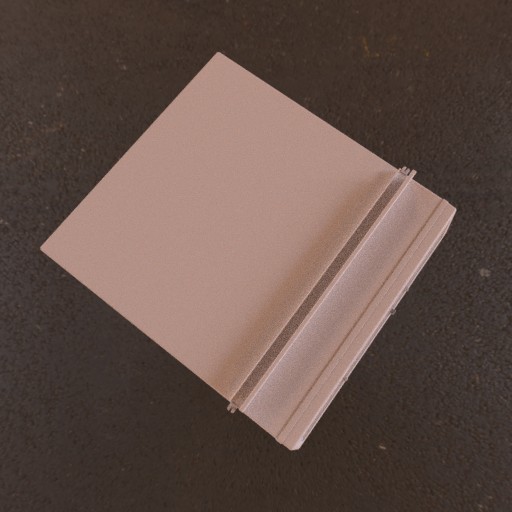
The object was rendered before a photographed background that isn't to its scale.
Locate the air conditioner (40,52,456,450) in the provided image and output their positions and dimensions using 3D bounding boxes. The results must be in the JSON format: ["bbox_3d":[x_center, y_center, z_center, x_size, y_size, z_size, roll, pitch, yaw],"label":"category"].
[{"bbox_3d":[0.000,0.000,0.904,0.546,0.388,0.503,36,79,9],"label":"air conditioner"}]
